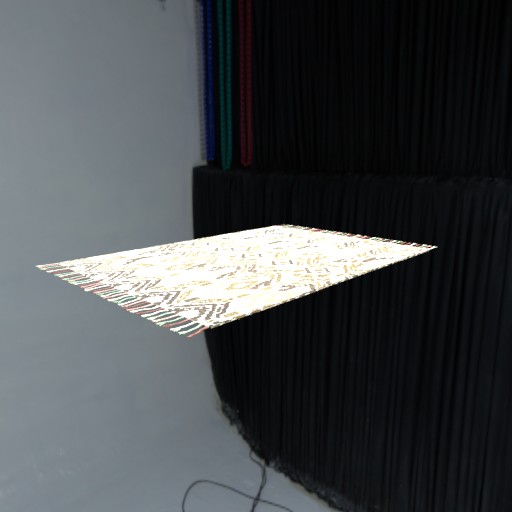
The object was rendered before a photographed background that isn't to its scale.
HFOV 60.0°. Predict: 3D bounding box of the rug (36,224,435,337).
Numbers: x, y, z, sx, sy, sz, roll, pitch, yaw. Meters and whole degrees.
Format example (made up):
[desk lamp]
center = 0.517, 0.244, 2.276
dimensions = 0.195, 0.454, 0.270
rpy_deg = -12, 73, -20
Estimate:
[rug]
center = 0.000, 0.000, 2.362
dimensions = 1.219, 0.008, 1.829
rpy_deg = 13, 18, 43
